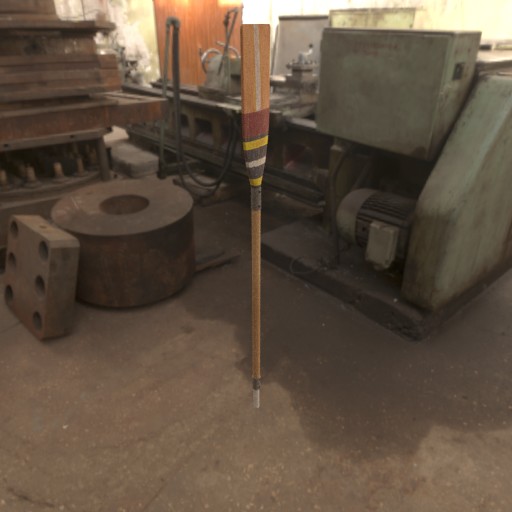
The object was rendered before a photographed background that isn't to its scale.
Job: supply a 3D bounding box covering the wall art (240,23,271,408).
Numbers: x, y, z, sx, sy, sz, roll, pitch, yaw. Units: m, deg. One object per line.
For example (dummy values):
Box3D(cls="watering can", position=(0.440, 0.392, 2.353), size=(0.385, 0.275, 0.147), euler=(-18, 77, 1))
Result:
Box3D(cls="wall art", position=(0.000, 0.000, 1.675), size=(0.038, 1.556, 0.146), euler=(18, 32, 31))
